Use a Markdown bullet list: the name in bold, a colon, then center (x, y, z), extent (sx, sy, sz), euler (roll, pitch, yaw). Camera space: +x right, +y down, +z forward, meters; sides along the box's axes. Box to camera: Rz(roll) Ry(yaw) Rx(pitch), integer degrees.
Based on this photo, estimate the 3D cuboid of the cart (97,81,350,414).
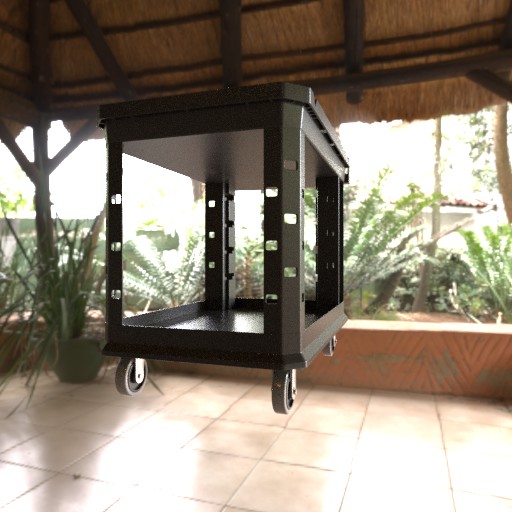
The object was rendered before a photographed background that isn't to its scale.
- **cart**: center (0.000, 0.000, 1.797), extent (0.674, 0.884, 1.239), euler (0, 0, 19)
